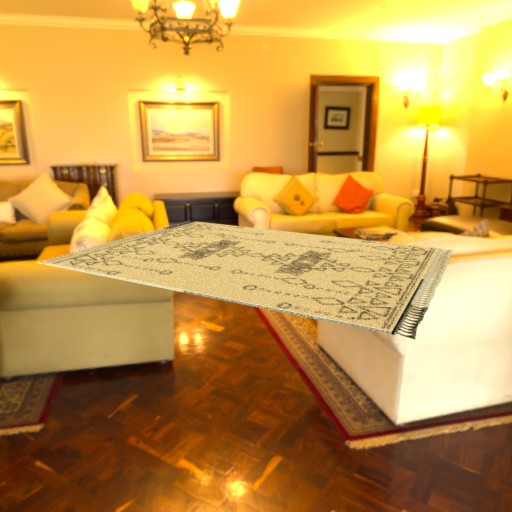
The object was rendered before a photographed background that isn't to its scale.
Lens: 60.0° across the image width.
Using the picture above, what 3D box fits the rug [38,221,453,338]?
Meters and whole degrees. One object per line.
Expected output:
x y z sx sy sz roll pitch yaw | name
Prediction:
0.000 0.000 2.982 2.312 0.013 1.600 8 17 27 | rug
